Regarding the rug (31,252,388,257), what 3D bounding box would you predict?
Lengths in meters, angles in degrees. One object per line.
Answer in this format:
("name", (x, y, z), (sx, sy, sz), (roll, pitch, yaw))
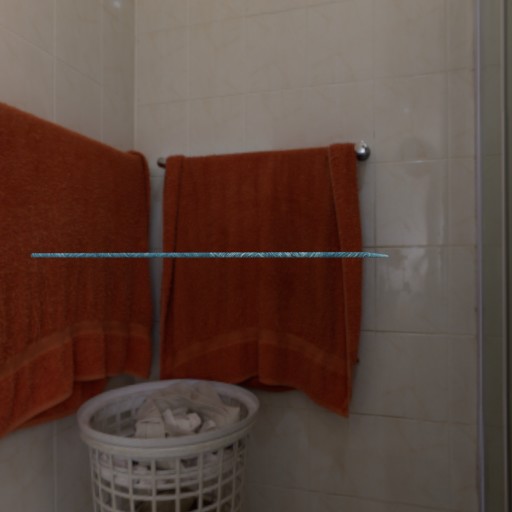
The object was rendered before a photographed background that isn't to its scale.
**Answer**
("rug", (0.000, 0.000, 4.386), (2.405, 0.027, 3.217), (0, 0, 19))
